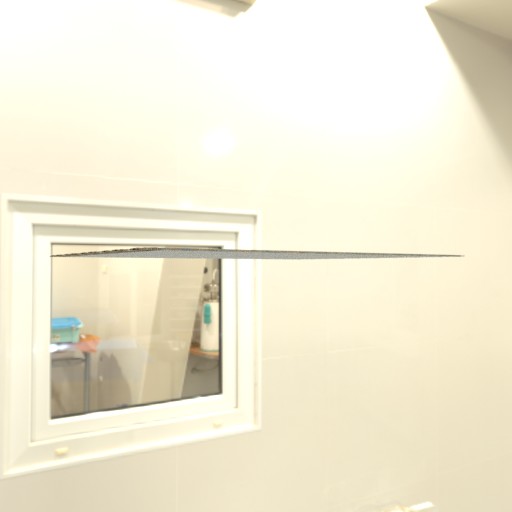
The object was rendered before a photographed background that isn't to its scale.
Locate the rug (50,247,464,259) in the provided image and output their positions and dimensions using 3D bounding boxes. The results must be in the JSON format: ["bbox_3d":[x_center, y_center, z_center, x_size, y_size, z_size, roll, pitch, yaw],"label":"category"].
[{"bbox_3d":[0.000,0.000,2.274,1.730,0.009,1.278,1,-2,-36],"label":"rug"}]
